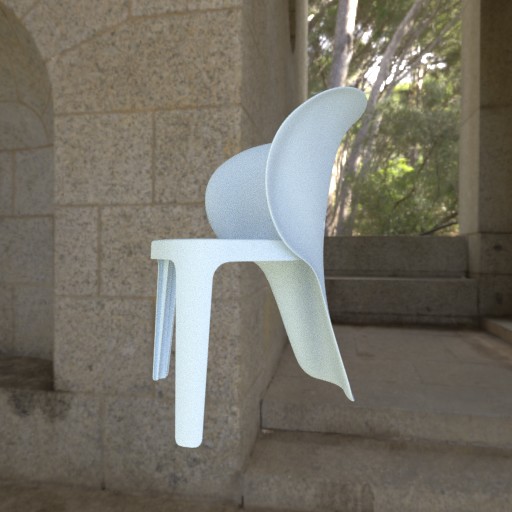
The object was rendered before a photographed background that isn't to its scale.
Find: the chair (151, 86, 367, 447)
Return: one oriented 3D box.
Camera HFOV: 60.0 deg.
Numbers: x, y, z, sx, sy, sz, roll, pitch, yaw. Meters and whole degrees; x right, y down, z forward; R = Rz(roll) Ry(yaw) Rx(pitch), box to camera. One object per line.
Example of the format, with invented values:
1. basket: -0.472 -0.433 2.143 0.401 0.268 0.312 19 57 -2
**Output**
1. chair: 0.000 0.000 0.870 0.402 0.554 0.451 0 1 -19
